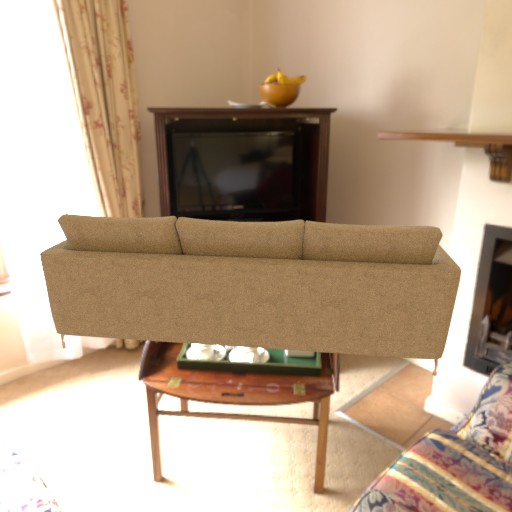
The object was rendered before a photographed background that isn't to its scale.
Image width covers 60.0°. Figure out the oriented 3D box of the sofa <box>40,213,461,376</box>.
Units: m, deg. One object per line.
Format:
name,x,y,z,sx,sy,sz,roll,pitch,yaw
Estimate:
sofa,0.000,0.000,3.268,2.438,0.864,1.626,2,17,7
